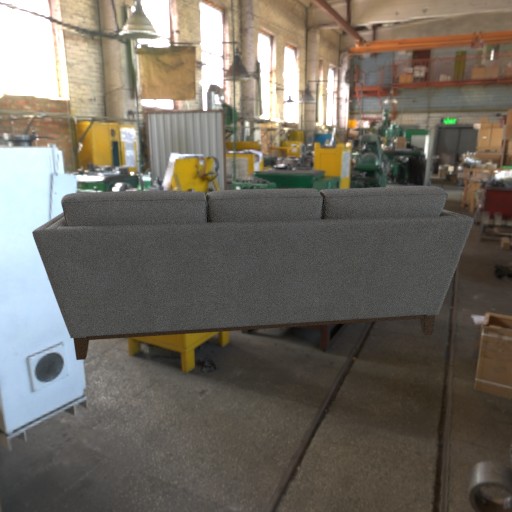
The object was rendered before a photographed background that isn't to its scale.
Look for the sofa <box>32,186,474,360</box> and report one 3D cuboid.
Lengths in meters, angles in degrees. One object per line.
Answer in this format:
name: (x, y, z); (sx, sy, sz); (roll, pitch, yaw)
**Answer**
sofa: (0.000, 0.000, 2.890); (2.387, 0.940, 0.965); (-2, 15, -9)
